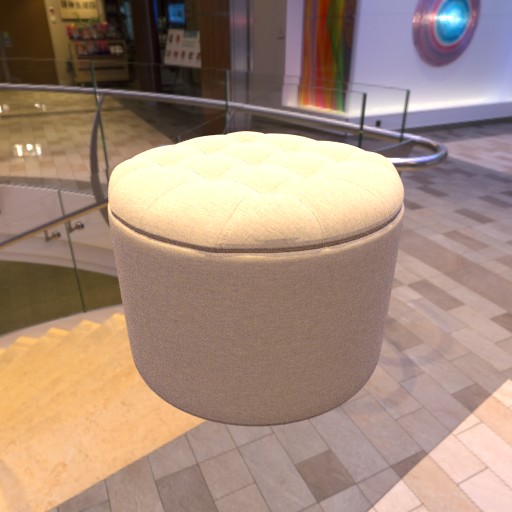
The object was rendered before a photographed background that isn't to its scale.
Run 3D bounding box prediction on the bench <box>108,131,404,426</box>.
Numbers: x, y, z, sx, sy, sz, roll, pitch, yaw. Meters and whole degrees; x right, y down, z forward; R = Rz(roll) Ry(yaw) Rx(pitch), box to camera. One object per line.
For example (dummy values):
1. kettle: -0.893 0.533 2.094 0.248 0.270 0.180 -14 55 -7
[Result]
1. bench: 0.000 0.000 1.000 0.600 0.454 0.600 0 28 0
